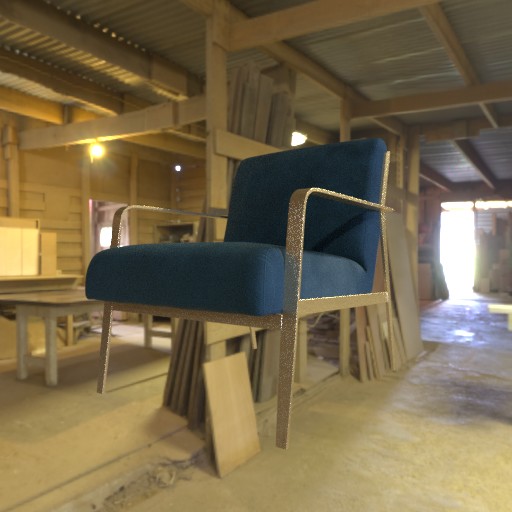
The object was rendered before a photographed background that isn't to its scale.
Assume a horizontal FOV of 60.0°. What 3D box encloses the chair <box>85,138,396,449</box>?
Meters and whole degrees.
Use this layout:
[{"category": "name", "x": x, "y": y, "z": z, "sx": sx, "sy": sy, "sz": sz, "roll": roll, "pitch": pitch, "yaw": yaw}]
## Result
[{"category": "chair", "x": 0.000, "y": 0.000, "z": 1.441, "sx": 0.692, "sy": 0.831, "sz": 0.859, "roll": 0, "pitch": 0, "yaw": 36}]
